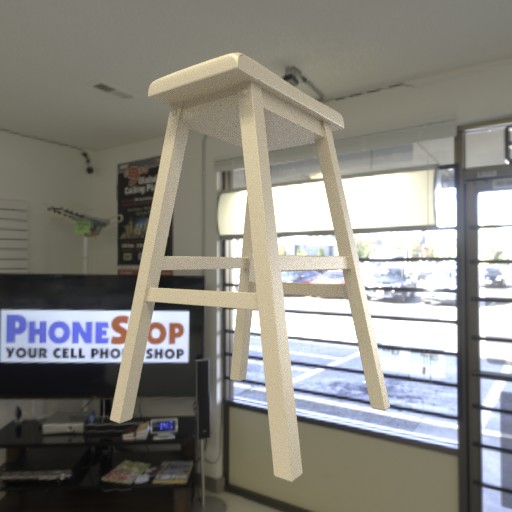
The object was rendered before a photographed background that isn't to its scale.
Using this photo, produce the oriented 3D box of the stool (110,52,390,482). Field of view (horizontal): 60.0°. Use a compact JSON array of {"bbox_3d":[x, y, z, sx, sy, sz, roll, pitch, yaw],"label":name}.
[{"bbox_3d":[0.000,0.000,1.041,0.476,0.737,0.457,-1,-1,36],"label":"stool"}]
